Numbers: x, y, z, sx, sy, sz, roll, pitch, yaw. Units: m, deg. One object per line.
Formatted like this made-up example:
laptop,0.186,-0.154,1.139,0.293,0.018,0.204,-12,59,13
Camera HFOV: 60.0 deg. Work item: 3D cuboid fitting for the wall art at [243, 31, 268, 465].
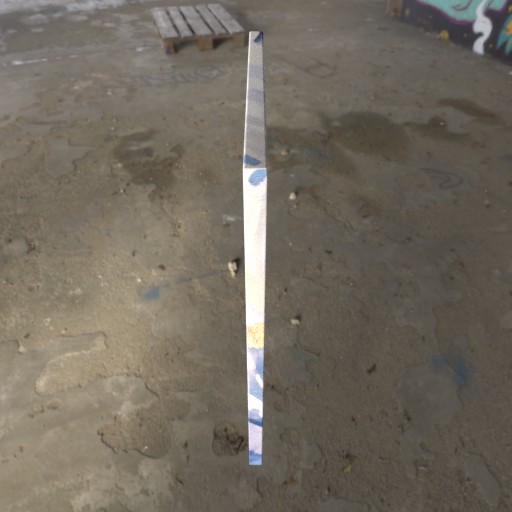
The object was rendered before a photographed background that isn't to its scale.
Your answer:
wall art,0.000,0.000,1.293,0.038,1.015,0.761,0,41,0
